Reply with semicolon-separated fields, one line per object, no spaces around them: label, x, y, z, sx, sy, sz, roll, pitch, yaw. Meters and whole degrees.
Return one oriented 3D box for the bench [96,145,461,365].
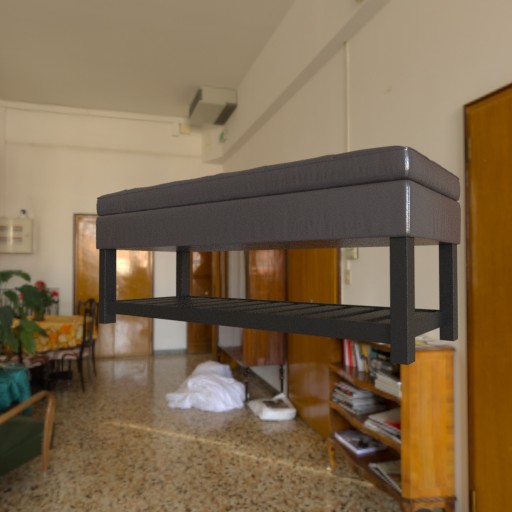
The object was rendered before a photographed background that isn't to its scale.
bench;0.000;0.000;1.379;1.105;0.460;0.432;-1;-2;38
